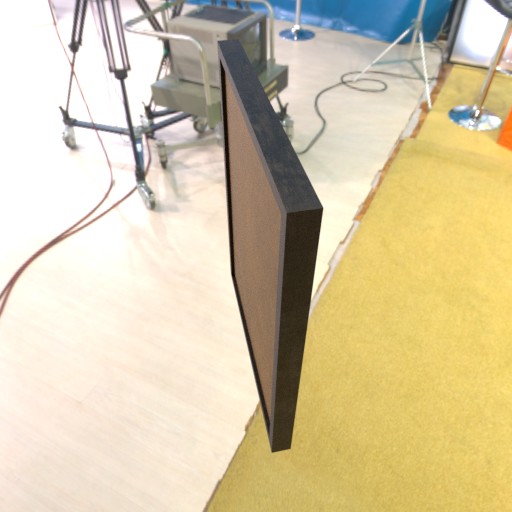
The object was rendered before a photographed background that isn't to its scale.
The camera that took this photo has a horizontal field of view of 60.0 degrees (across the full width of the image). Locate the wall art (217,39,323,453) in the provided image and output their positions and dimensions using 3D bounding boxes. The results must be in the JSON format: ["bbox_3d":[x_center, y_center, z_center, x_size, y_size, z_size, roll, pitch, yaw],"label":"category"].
[{"bbox_3d":[0.000,0.000,0.557,0.027,0.406,0.329,-8,45,-8],"label":"wall art"}]
